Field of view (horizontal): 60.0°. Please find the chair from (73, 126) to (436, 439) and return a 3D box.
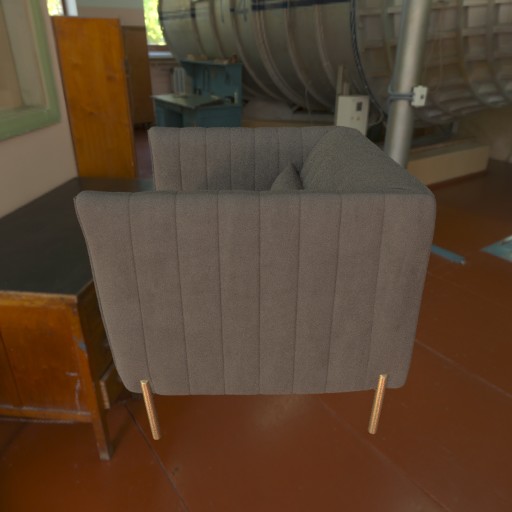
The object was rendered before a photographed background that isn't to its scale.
[{"bbox_3d":[0.000,0.000,1.596,0.873,0.779,0.981,0,26,-1],"label":"chair"}]
